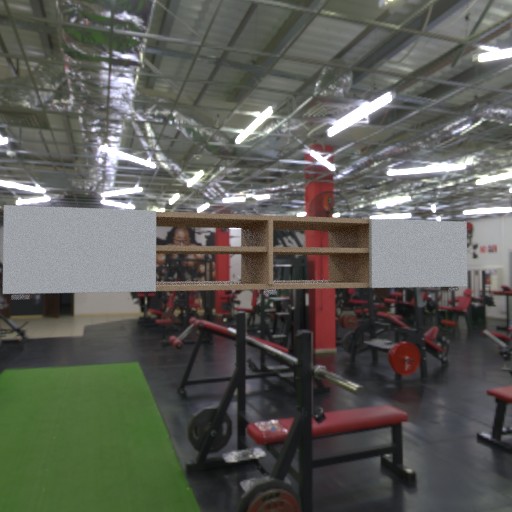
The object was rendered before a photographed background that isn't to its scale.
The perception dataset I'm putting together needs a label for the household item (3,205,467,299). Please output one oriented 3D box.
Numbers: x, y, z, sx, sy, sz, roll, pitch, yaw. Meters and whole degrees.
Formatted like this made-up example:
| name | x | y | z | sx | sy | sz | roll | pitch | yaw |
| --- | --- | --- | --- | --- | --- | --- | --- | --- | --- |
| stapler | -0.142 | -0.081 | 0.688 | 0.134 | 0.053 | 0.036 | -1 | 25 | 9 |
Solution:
| name | x | y | z | sx | sy | sz | roll | pitch | yaw |
| --- | --- | --- | --- | --- | --- | --- | --- | --- | --- |
| household item | 0.000 | 0.000 | 1.915 | 1.850 | 0.310 | 0.420 | 0 | -1 | -17 |
